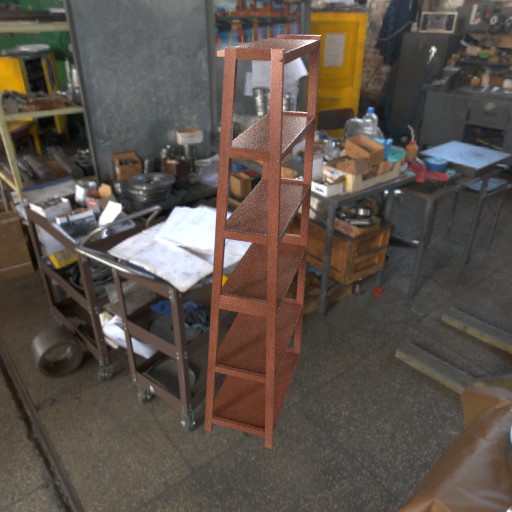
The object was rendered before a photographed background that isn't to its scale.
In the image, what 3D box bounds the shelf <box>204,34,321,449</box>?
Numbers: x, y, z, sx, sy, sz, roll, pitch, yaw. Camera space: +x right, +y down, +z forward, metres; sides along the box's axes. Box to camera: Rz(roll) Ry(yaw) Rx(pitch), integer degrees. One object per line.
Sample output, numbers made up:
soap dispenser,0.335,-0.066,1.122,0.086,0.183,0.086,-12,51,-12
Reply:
shelf,0.000,0.000,2.155,0.382,1.892,0.660,9,31,15
